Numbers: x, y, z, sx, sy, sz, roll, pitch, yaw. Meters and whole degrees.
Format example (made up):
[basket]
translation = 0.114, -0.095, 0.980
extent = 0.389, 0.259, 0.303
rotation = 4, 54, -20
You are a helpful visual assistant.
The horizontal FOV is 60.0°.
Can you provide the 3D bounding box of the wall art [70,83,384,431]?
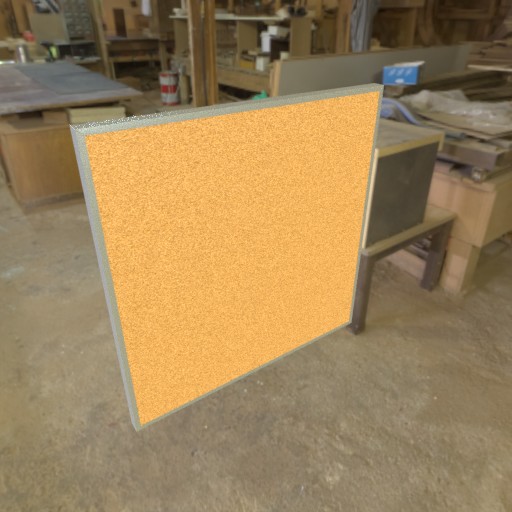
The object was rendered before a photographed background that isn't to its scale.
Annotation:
[wall art]
translation = 0.000, 0.000, 1.202
extent = 0.809, 0.807, 0.038
rotation = -19, 35, -30
